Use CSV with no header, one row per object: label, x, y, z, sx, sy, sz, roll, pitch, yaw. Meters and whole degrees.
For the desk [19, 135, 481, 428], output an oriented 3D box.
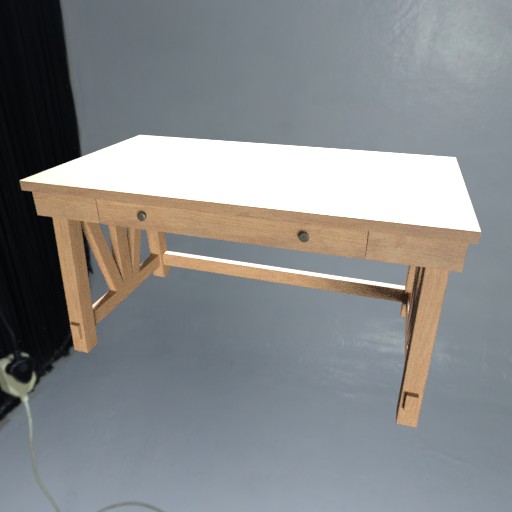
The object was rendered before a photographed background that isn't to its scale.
desk,0.000,0.000,1.884,1.499,0.762,0.813,8,28,16
